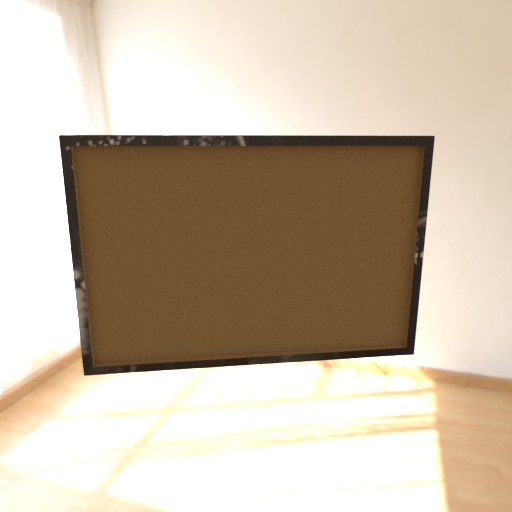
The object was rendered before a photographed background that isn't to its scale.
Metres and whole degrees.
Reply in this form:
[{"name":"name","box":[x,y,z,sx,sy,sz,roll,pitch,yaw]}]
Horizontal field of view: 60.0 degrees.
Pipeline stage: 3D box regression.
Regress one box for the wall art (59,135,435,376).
[{"name":"wall art","box":[0.000,0.000,1.161,0.914,0.609,0.038,-2,14,-7]}]
